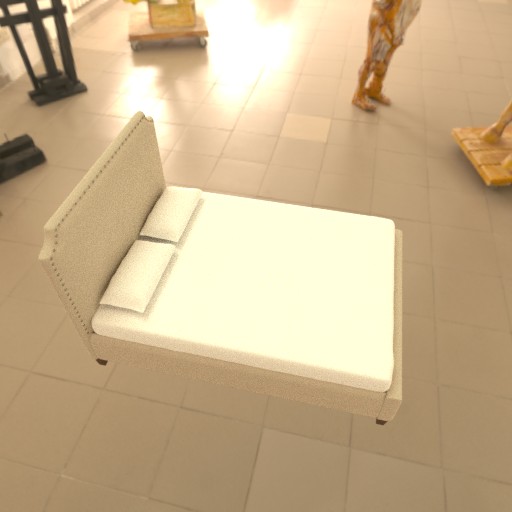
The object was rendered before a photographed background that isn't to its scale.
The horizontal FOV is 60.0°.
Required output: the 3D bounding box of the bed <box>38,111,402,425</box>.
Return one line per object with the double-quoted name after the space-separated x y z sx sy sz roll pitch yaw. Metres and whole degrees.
0.000 0.000 3.475 2.372 1.443 1.713 9 48 9 "bed"
